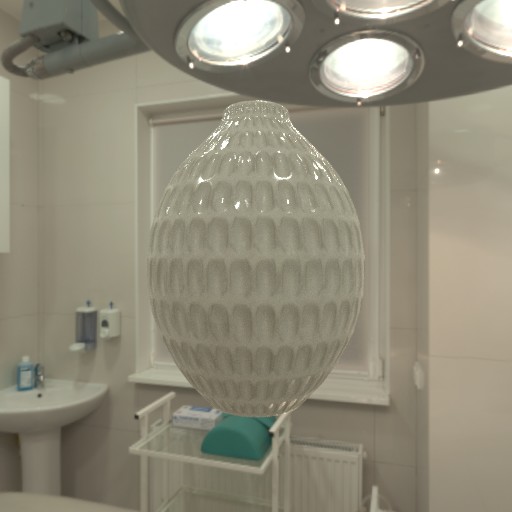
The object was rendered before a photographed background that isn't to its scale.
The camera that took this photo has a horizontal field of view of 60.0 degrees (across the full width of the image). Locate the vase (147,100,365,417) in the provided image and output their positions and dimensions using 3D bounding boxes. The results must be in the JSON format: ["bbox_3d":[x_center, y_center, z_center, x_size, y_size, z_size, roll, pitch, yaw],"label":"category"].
[{"bbox_3d":[0.000,0.000,0.339,0.162,0.223,0.162,0,0,0],"label":"vase"}]
